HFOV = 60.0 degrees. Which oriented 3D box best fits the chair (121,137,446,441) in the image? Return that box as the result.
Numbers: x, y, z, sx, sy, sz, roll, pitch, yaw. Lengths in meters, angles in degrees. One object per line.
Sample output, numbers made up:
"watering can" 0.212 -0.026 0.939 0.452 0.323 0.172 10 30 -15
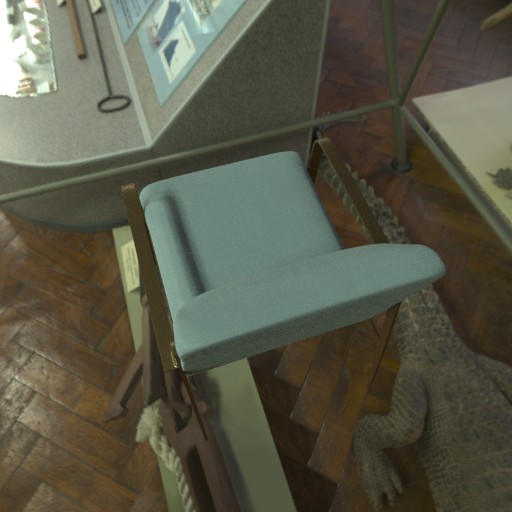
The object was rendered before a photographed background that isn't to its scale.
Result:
"chair" 0.000 0.000 1.436 0.701 0.824 0.842 -16 57 -10
